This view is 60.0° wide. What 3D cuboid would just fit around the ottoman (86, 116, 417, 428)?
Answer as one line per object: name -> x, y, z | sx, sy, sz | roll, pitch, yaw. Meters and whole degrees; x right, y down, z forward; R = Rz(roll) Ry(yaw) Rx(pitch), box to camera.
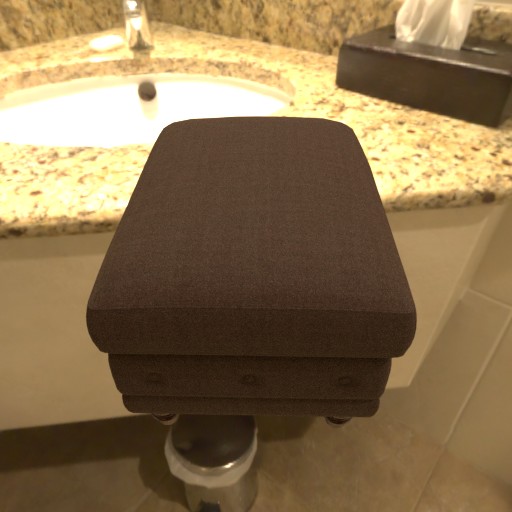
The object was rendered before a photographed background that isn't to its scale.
ottoman -> 0.000, 0.000, 1.187 | 0.599, 0.555, 0.809 | 1, 40, 1
